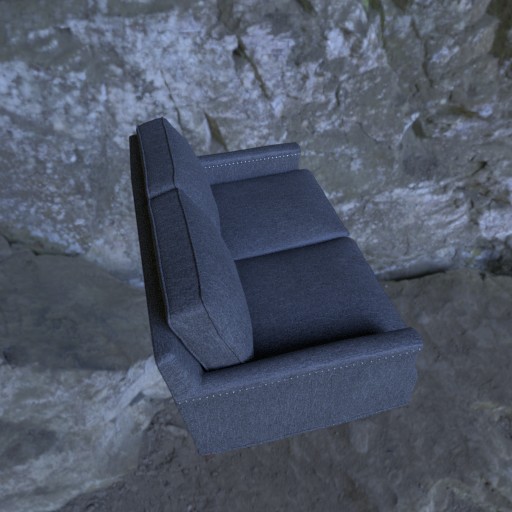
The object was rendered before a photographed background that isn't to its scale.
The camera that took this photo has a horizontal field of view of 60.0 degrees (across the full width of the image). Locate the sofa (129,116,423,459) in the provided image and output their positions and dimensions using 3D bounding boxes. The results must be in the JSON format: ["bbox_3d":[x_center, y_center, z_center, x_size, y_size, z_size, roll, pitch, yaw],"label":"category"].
[{"bbox_3d":[0.000,0.000,2.269,1.084,1.003,1.597,-10,45,-10],"label":"sofa"}]
